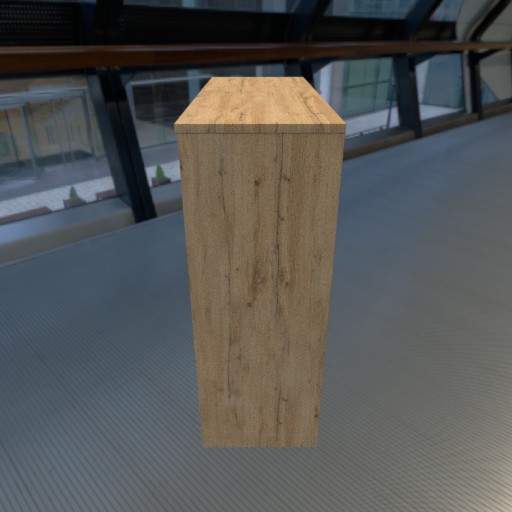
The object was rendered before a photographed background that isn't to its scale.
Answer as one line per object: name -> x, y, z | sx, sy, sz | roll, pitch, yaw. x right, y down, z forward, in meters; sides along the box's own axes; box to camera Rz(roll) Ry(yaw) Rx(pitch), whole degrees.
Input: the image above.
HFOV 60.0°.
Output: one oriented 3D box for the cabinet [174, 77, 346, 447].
cabinet -> 0.000, 0.000, 2.008 | 0.473, 1.397, 1.168 | 0, 28, 0
